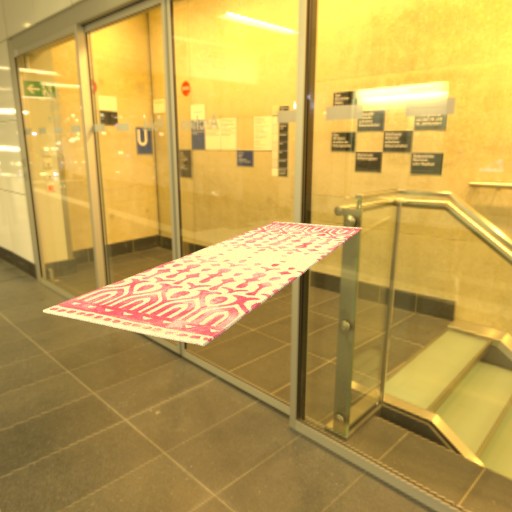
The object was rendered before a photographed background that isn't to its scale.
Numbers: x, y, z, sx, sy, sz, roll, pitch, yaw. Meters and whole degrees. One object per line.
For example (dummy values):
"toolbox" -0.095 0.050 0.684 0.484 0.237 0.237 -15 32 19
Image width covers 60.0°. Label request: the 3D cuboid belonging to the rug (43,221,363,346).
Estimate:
"rug" 0.000 0.000 2.736 0.787 0.011 2.458 7 15 25
